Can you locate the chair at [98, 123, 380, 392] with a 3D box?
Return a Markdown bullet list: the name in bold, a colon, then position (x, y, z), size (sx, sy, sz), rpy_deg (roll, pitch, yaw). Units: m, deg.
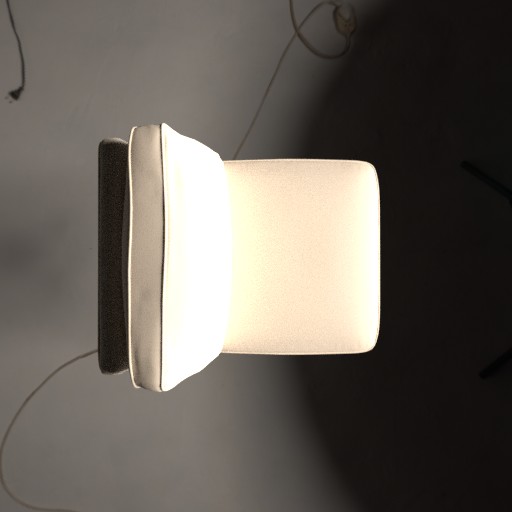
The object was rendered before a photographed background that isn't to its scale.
- **chair**: position (0.000, 0.000, 1.424), size (0.781, 0.887, 0.630), rpy_deg (0, 90, 1)
